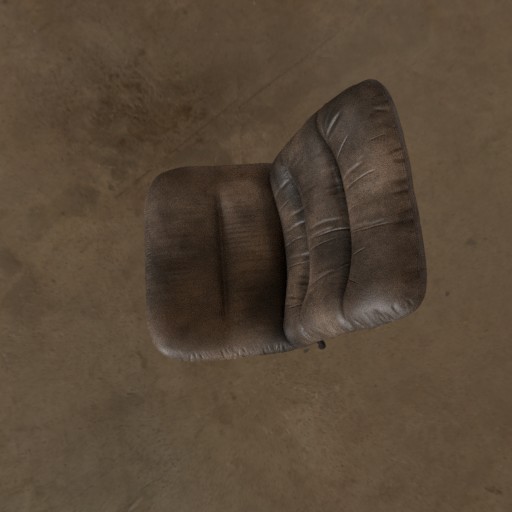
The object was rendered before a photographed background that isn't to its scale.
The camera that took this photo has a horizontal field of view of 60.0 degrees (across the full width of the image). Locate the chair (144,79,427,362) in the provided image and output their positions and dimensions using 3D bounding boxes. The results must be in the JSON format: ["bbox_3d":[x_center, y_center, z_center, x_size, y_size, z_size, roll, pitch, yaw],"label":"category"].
[{"bbox_3d":[0.000,0.000,1.237,0.622,0.870,0.549,-5,75,-1],"label":"chair"}]
